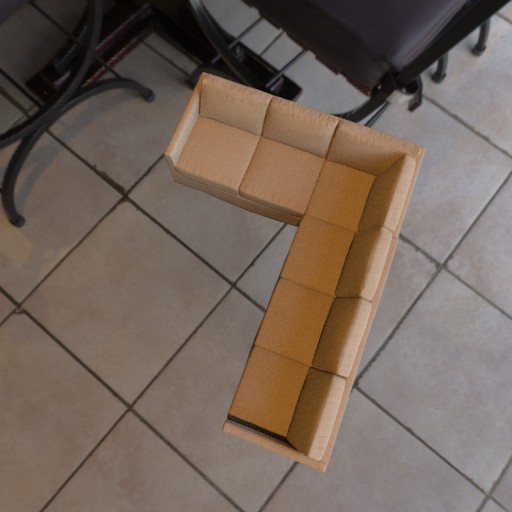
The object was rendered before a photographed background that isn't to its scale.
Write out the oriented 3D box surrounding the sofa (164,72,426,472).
[{"bbox_3d":[0.000,0.000,4.360,2.432,0.871,3.182,20,76,5],"label":"sofa"}]
